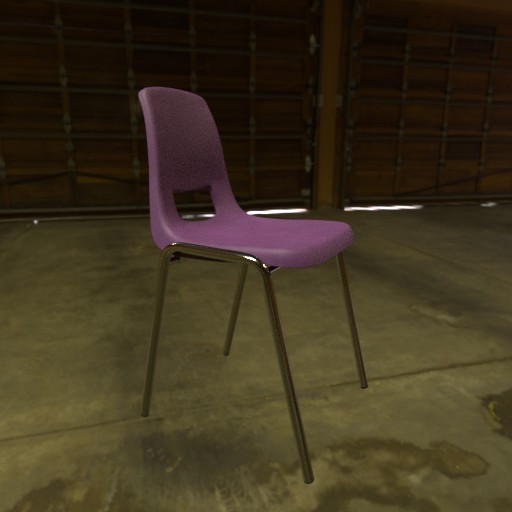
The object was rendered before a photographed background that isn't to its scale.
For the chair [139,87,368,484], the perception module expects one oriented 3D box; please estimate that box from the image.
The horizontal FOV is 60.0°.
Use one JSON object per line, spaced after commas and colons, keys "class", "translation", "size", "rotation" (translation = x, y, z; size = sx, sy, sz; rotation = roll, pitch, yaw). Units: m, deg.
{"class": "chair", "translation": [0.000, 0.000, 0.956], "size": [0.432, 0.704, 0.381], "rotation": [8, 16, 28]}
